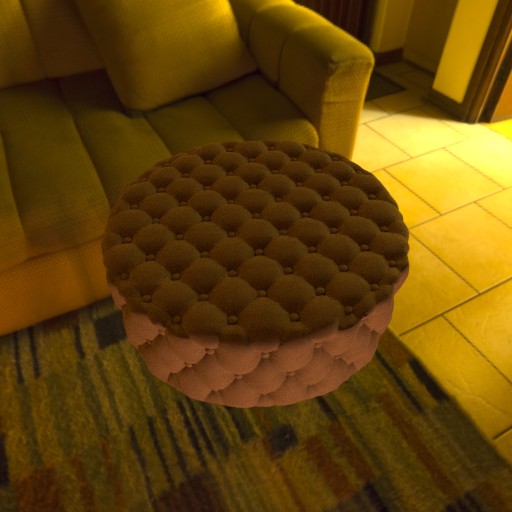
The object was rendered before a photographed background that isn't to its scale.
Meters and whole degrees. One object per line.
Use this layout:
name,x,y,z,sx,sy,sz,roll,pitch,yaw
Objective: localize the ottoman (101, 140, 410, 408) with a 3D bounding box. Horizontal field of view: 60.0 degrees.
ottoman,0.000,0.000,1.555,0.998,0.399,0.998,0,46,0
